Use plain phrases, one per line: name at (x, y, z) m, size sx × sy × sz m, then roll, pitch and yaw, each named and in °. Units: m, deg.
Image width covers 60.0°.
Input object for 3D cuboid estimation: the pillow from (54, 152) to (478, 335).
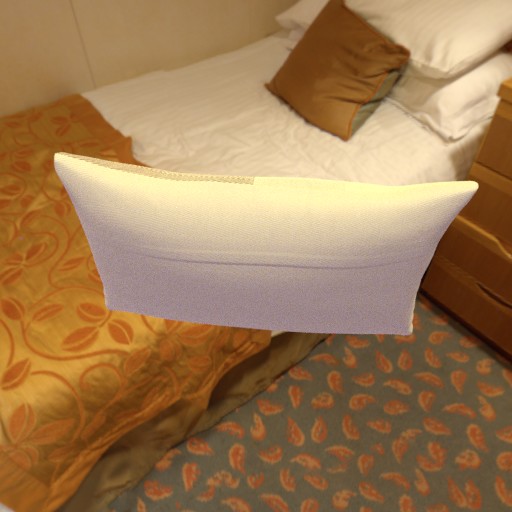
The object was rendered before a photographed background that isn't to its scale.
pillow at (0.000, 0.000, 0.624) m, size 0.506 × 0.305 × 0.139 m, roll 4°, pitch 47°, yaw 4°
